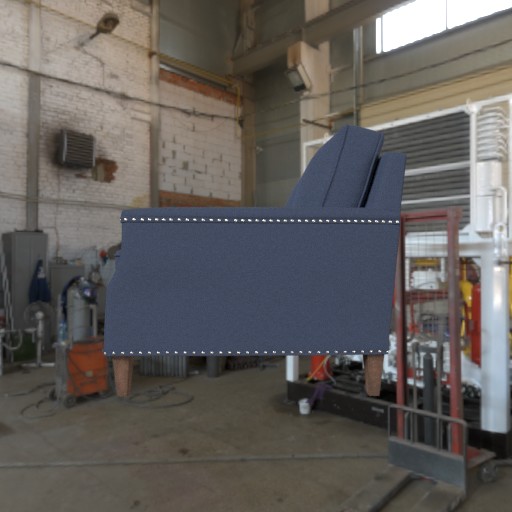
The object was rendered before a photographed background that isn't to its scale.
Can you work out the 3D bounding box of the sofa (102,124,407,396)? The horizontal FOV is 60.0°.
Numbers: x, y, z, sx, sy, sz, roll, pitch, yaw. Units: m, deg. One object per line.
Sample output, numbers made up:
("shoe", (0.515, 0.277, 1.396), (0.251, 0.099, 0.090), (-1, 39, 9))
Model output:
("sofa", (0.000, 0.000, 2.305), (1.084, 1.003, 1.597), (0, -1, -1))
